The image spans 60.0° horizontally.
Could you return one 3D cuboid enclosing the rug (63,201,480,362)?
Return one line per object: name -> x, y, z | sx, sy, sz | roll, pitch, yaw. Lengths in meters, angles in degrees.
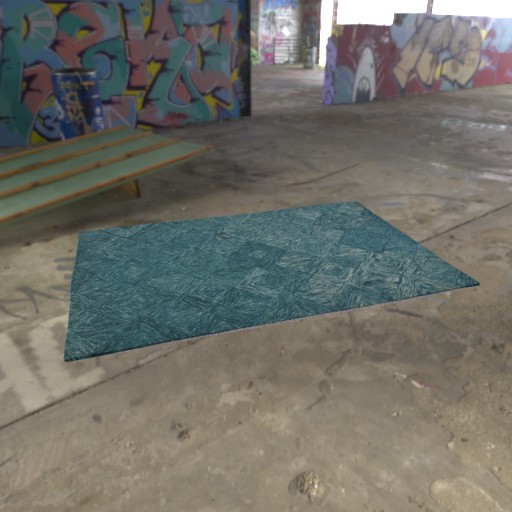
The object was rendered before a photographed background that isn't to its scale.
rug -> 0.000, 0.000, 2.203 | 1.728, 0.017, 1.136 | -8, 28, -15
